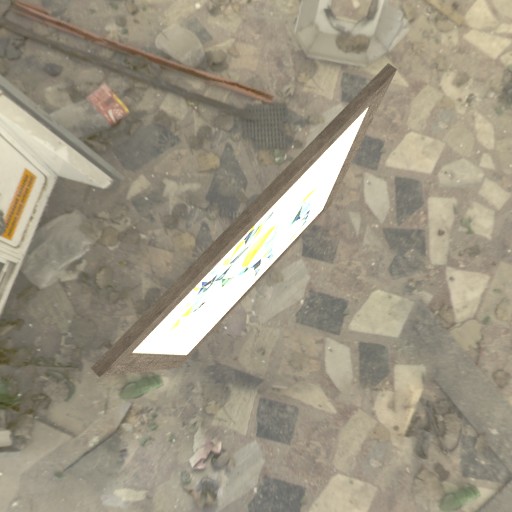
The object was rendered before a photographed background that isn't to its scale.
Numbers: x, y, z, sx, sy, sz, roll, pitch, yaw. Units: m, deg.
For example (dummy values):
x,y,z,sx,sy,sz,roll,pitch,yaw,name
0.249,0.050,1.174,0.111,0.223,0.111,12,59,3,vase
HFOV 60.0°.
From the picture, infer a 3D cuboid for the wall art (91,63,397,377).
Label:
x,y,z,sx,sy,sz,roll,pitch,yaw,name
0.000,0.000,0.687,0.013,0.457,0.457,42,80,9,wall art
